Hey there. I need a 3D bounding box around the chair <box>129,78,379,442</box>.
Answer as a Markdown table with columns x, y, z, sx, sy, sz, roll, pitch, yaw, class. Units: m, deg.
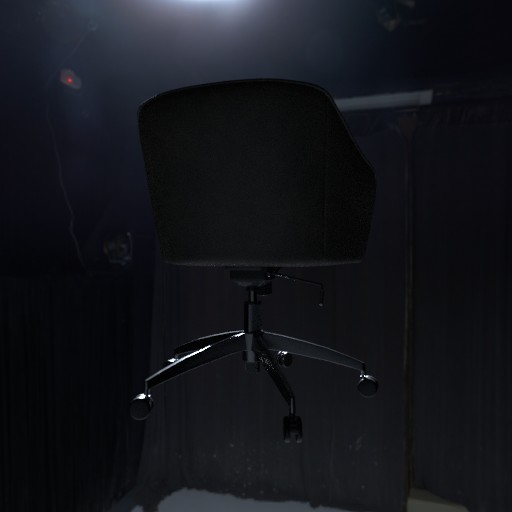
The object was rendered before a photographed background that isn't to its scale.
| x | y | z | sx | sy | sz | roll | pitch | yaw | class |
| --- | --- | --- | --- | --- | --- | --- | --- | --- | --- |
| 0.000 | 0.000 | 1.350 | 0.713 | 0.827 | 0.689 | 0 | 1 | 19 | chair |
